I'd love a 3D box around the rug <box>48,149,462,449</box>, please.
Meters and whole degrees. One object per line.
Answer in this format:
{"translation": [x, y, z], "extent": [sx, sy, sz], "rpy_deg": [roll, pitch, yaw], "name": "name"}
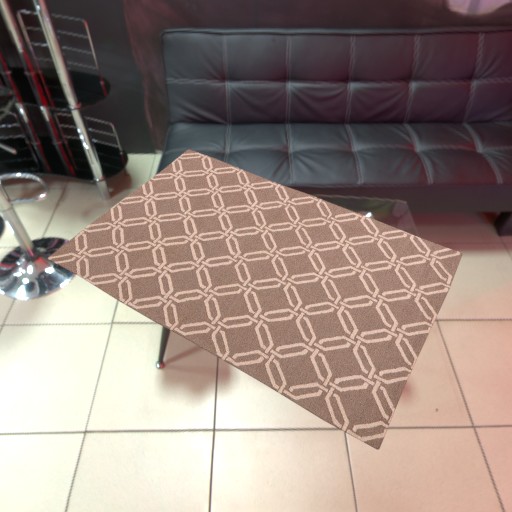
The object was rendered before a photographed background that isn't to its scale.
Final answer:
{"translation": [0.000, 0.000, 2.207], "extent": [1.748, 0.010, 1.142], "rpy_deg": [25, 52, 21], "name": "rug"}
